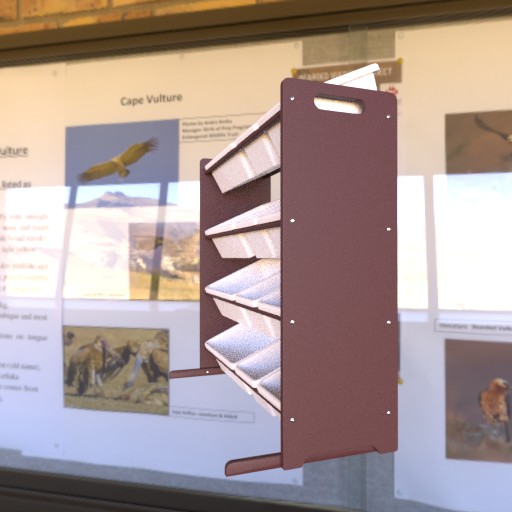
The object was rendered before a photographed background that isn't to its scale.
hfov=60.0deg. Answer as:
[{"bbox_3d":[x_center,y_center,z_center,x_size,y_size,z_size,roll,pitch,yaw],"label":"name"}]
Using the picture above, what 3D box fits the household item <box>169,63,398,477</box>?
[{"bbox_3d":[0.000,0.000,1.284,0.389,0.864,0.787,0,0,-19],"label":"household item"}]
